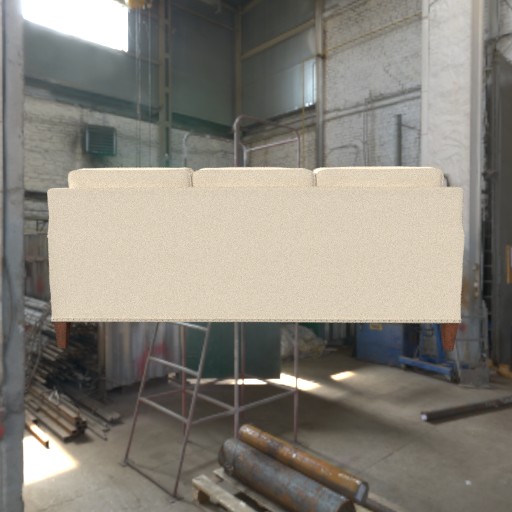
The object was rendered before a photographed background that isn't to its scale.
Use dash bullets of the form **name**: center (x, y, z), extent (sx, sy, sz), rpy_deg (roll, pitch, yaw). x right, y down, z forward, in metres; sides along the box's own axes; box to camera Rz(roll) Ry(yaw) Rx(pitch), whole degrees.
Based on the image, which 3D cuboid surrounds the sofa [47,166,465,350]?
- **sofa**: center (0.000, 0.000, 2.820), extent (2.246, 1.003, 1.084), rpy_deg (0, 1, 1)
